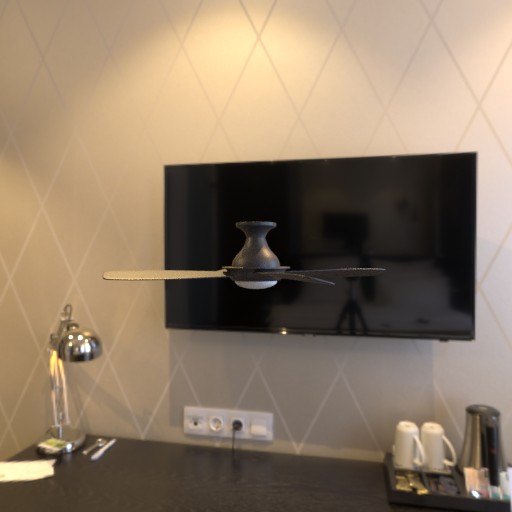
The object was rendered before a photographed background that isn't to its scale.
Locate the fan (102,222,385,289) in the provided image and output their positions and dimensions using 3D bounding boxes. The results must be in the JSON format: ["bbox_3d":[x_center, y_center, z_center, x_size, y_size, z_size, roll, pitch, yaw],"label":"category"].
[{"bbox_3d":[0.000,0.000,2.589,1.694,0.382,1.694,0,0,-18],"label":"fan"}]
